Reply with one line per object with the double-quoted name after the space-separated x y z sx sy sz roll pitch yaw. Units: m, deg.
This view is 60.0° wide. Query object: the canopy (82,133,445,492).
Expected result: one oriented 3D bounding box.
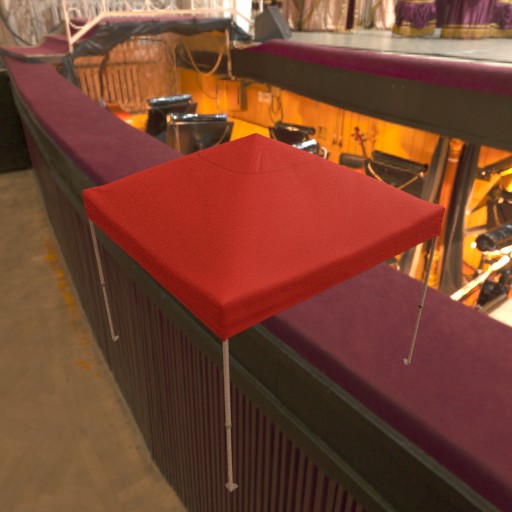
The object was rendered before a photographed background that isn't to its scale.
0.000 0.000 5.440 2.996 2.997 2.998 -21 35 -33 "canopy"
